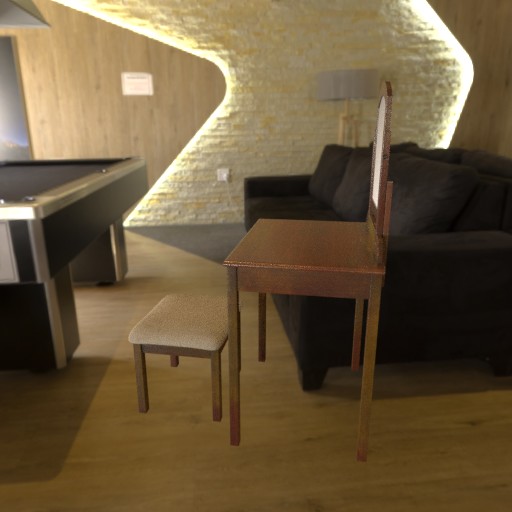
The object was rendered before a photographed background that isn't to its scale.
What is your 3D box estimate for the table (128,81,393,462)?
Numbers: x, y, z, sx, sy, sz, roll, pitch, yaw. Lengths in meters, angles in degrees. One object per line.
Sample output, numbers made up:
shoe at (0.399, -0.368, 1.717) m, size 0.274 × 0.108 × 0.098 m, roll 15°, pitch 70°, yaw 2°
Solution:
table at (0.000, 0.000, 2.240) m, size 1.211 × 1.631 × 0.876 m, roll 3°, pitch 17°, yaw 10°
